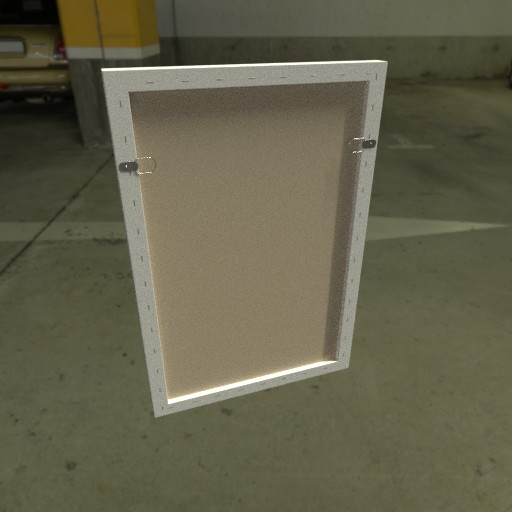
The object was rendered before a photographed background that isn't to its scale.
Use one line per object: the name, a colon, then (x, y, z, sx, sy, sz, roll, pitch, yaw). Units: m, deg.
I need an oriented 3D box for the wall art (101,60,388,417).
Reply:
wall art: (0.000, 0.000, 1.150, 0.624, 0.914, 0.043, -9, 30, -17)
